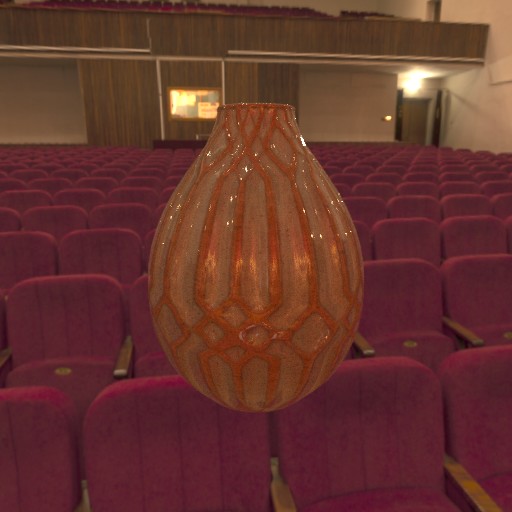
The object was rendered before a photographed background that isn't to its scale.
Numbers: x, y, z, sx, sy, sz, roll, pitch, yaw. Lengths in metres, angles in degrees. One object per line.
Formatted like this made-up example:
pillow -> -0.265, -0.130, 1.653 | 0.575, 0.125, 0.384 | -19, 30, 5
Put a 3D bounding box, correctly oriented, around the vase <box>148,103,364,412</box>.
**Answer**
vase -> 0.000, 0.000, 0.272 | 0.131, 0.175, 0.131 | 0, 14, 0
